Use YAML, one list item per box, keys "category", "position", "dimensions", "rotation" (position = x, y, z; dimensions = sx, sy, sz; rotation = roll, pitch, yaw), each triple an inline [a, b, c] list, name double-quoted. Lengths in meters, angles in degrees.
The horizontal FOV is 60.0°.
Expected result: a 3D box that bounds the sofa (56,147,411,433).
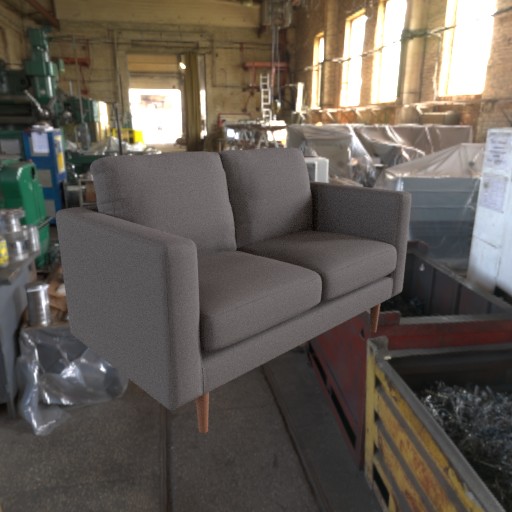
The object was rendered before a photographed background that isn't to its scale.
- category: "sofa"
  position: [0.000, 0.000, 1.991]
  dimensions: [1.430, 0.908, 0.796]
  rotation: [-16, 23, -42]
